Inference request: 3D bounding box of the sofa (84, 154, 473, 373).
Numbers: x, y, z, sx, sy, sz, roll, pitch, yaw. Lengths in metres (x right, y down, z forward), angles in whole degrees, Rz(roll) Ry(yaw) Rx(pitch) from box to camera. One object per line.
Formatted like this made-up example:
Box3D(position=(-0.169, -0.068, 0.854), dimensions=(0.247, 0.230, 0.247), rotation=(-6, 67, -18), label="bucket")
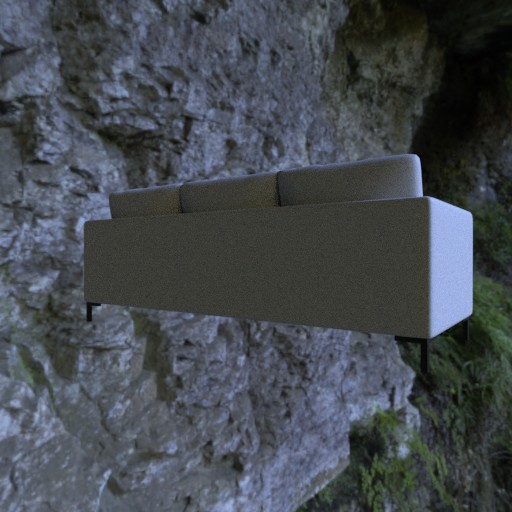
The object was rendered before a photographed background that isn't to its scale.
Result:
Box3D(position=(0.000, 0.000, 2.632), dimensions=(2.218, 0.874, 0.859), rotation=(0, 0, 36), label="sofa")
